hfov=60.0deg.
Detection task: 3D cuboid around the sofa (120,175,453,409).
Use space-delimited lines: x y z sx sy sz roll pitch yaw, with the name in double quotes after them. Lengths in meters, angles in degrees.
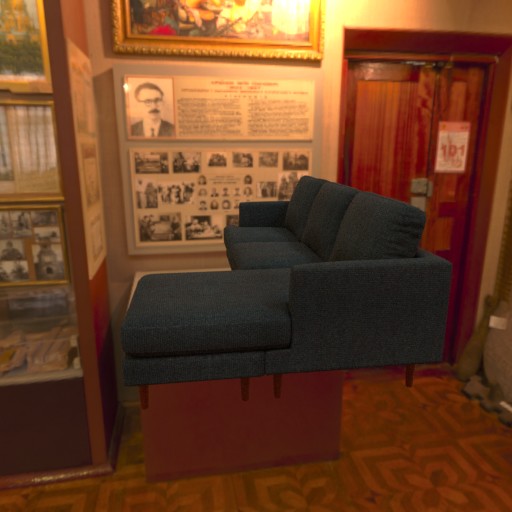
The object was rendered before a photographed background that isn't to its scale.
0.000 0.000 3.033 1.504 0.956 2.233 -2 15 -8 "sofa"
